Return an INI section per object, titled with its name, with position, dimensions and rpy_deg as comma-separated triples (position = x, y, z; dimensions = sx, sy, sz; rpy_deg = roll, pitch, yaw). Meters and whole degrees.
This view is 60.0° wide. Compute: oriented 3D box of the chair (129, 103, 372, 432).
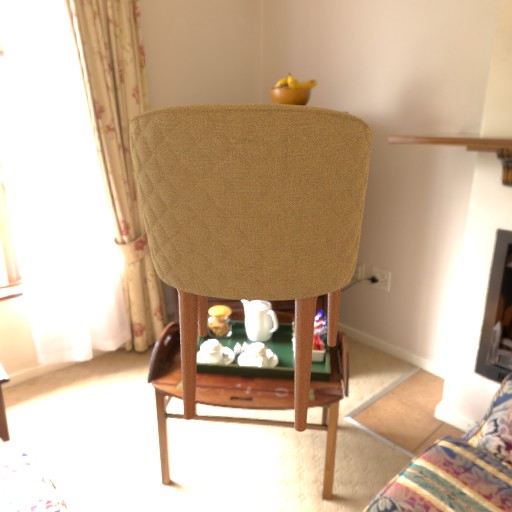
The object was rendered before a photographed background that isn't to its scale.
[chair]
position = 0.000, 0.000, 1.225
dimensions = 0.584, 0.775, 0.616
rpy_deg = 3, 17, 9
